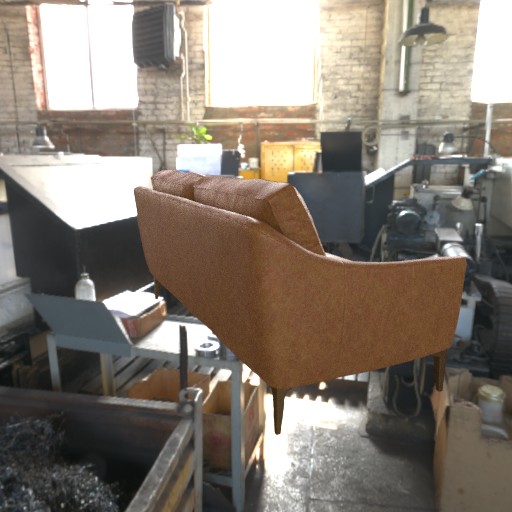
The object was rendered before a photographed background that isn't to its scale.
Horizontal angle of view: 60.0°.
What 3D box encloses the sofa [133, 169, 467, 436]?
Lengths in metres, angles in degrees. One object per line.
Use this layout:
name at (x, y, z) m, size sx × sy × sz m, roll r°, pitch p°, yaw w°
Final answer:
sofa at (0.000, 0.000, 2.536) m, size 0.981 × 0.945 × 2.036 m, roll -6°, pitch 14°, yaw -26°
